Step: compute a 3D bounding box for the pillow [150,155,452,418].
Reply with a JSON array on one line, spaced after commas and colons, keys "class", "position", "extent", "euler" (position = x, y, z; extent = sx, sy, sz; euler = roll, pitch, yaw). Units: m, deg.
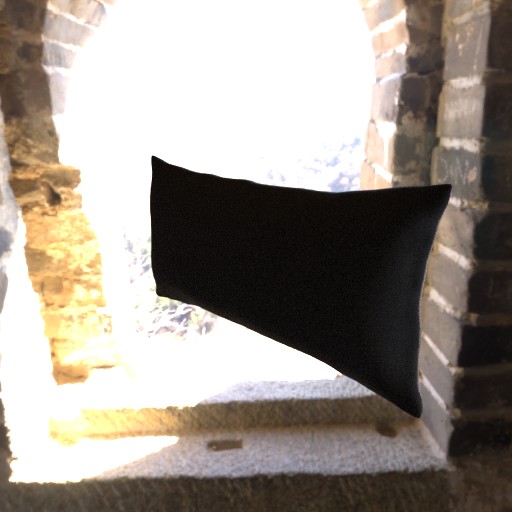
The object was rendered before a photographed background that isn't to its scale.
[{"class": "pillow", "position": [0.000, 0.000, 0.730], "extent": [0.151, 0.305, 0.609], "euler": [-15, 21, -43]}]
